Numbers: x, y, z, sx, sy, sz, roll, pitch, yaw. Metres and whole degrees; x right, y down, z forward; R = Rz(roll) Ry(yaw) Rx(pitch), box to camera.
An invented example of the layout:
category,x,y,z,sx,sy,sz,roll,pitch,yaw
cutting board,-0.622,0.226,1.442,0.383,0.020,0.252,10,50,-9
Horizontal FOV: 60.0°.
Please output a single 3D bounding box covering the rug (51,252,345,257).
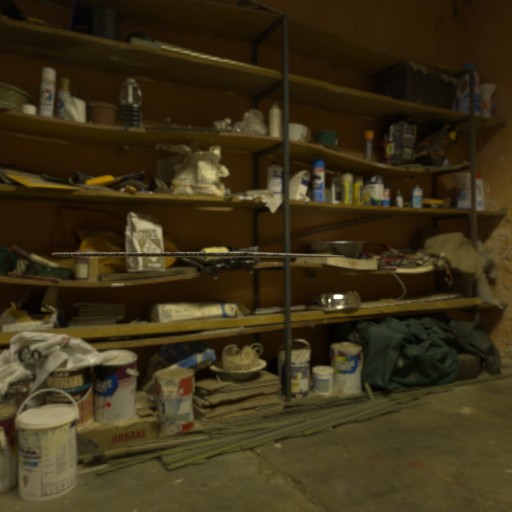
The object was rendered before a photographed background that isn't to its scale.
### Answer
category,x,y,z,sx,sy,sz,roll,pitch,yaw
rug,0.000,0.000,2.477,0.719,0.013,2.305,0,0,18
